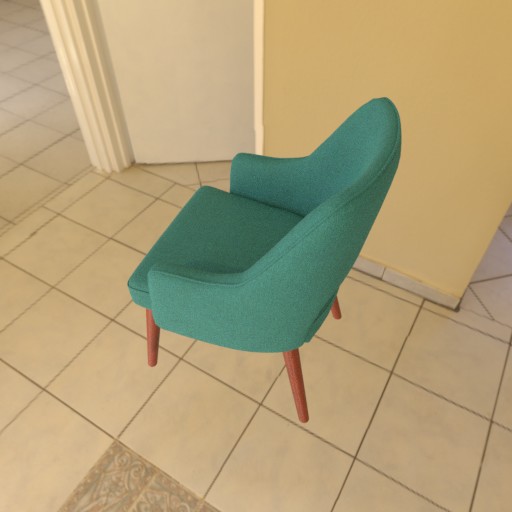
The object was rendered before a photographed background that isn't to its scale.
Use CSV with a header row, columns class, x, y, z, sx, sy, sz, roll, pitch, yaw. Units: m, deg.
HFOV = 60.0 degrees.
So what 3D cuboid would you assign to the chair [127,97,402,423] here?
class,x,y,z,sx,sy,sz,roll,pitch,yaw
chair,0.000,0.000,1.226,0.605,0.849,0.548,16,49,15
